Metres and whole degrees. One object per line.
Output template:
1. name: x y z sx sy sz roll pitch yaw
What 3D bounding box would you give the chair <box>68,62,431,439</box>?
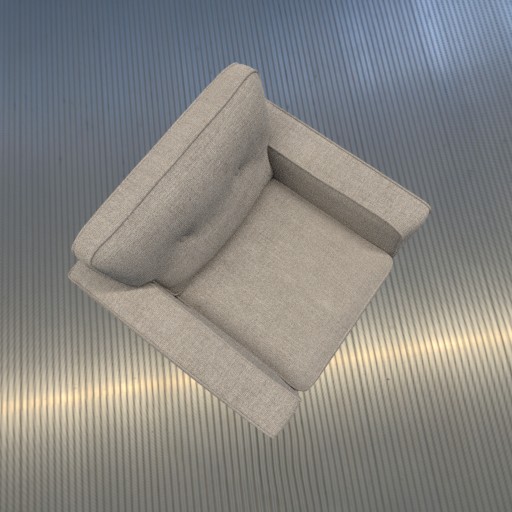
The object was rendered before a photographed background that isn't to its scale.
1. chair: 0.000 0.000 1.744 0.939 0.965 1.015 36 78 9
